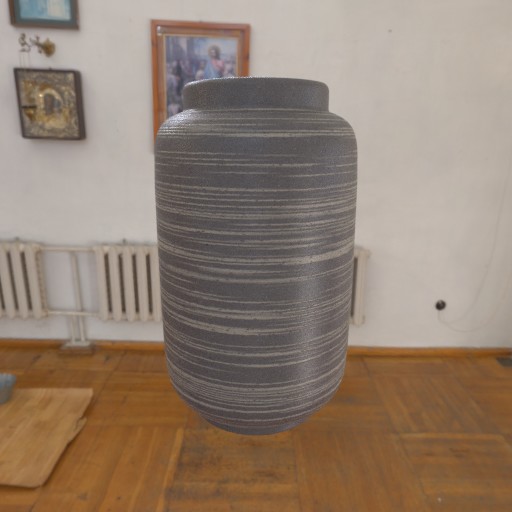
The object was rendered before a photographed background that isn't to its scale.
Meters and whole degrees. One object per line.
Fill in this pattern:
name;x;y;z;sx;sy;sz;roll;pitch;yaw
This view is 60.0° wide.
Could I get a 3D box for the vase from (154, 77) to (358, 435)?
vase;0.000;0.000;0.691;0.297;0.499;0.297;0;15;0
